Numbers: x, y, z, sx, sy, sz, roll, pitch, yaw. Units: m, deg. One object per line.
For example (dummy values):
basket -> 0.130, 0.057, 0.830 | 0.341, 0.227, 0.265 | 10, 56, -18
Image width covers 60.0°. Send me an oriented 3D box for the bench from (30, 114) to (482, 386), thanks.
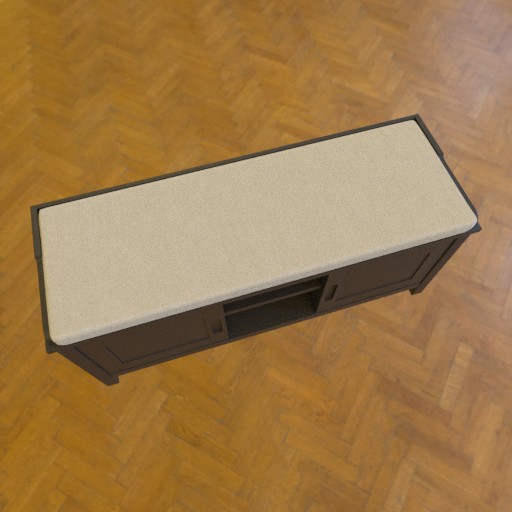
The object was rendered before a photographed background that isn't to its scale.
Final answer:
bench -> 0.000, 0.000, 1.371 | 1.140, 0.501, 0.398 | -15, 64, -8
